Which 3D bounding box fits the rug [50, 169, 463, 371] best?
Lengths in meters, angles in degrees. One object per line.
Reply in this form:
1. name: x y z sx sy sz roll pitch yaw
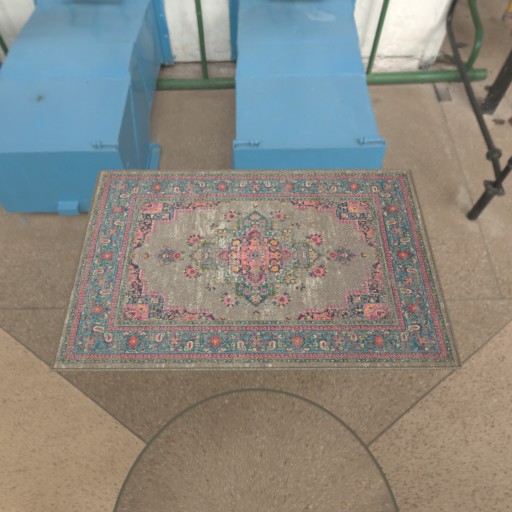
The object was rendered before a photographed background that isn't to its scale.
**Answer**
1. rug: 0.000 0.000 2.176 1.748 0.014 1.144 0 58 0
